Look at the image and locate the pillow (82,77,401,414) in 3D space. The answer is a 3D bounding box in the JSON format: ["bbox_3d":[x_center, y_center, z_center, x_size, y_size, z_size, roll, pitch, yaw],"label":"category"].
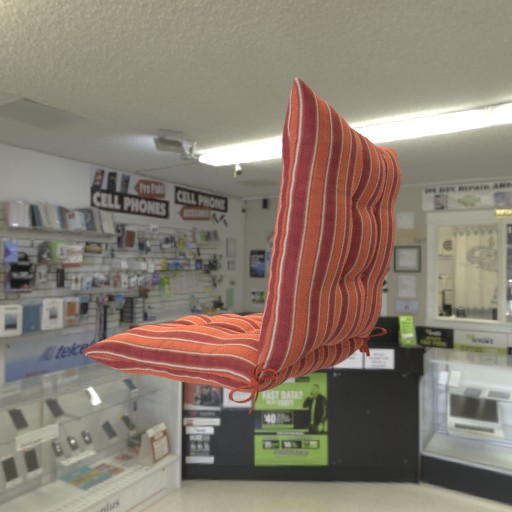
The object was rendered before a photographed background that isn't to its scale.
[{"bbox_3d":[0.000,0.000,1.019,0.585,0.536,0.541,-1,-1,34],"label":"pillow"}]
